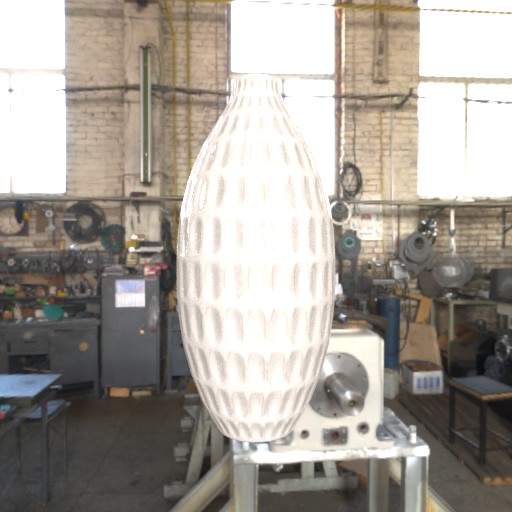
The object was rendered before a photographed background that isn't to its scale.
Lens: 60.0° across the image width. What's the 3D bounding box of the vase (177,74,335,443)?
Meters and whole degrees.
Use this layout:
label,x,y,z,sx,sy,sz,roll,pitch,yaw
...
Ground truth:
label,x,y,z,sx,sy,sz,roll,pitch,yaw
vase,0.000,0.000,0.362,0.127,0.282,0.127,0,1,0
